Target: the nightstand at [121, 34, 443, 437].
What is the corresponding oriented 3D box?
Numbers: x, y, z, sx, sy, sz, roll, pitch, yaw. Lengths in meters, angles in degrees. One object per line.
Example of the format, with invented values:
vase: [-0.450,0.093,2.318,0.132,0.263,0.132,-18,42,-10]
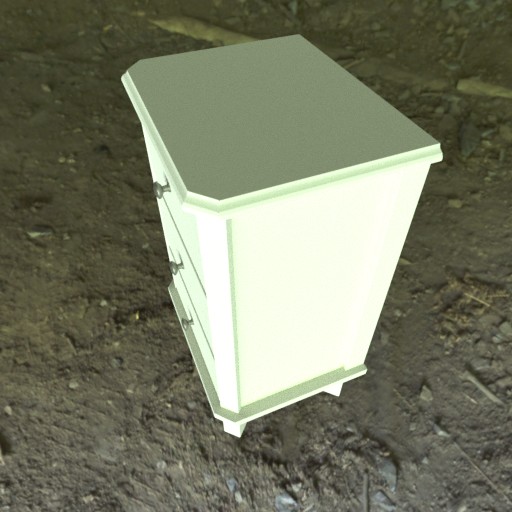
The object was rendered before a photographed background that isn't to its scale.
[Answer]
nightstand: [0.000,0.000,0.909,0.351,0.681,0.435,-17,49,-16]
